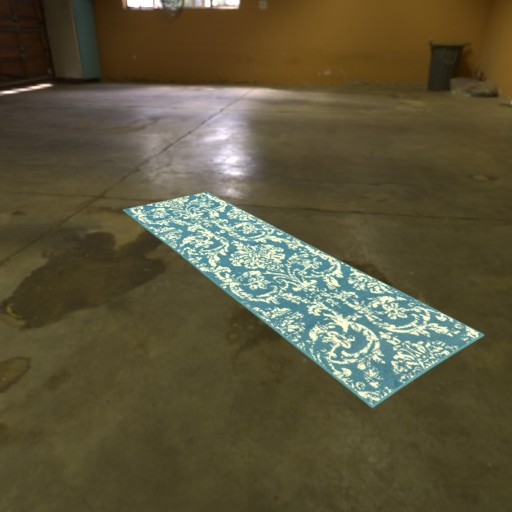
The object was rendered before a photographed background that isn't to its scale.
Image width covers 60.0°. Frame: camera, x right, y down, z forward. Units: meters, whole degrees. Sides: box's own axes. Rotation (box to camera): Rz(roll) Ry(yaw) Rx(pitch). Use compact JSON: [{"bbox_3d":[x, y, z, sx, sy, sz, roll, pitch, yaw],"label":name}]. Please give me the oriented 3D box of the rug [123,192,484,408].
[{"bbox_3d":[0.000,0.000,2.384,0.662,0.011,2.196,-18,32,-31],"label":"rug"}]
